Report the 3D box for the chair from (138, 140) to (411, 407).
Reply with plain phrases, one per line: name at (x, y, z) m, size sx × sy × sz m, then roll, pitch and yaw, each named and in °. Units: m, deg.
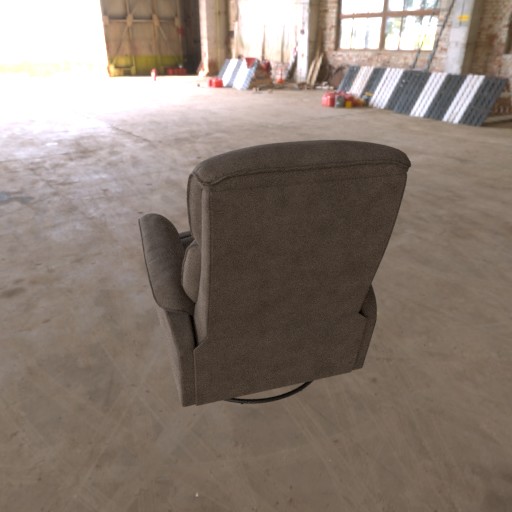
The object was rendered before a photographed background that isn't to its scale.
chair at (0.000, 0.000, 1.709) m, size 0.830 × 1.036 × 1.009 m, roll -8°, pitch 27°, yaw -15°
